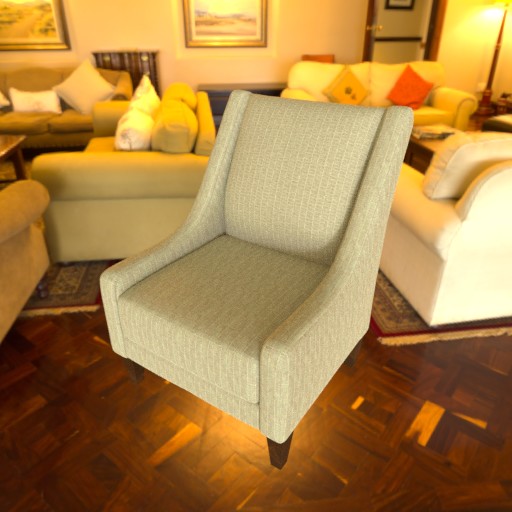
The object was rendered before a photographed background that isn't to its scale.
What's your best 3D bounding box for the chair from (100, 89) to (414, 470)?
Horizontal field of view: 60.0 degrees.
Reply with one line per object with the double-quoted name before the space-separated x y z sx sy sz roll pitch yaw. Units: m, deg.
"chair" 0.000 0.000 1.626 0.774 1.014 0.870 18 33 30
